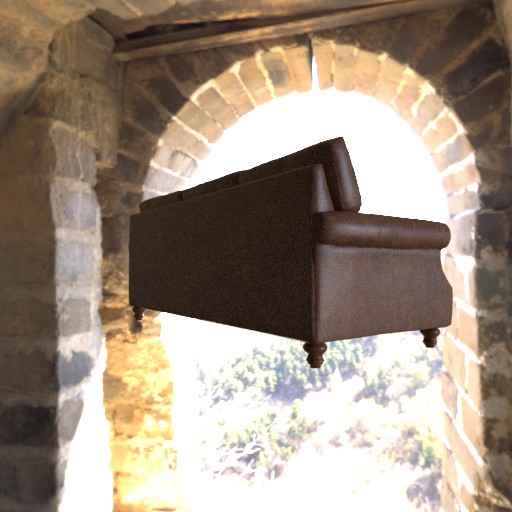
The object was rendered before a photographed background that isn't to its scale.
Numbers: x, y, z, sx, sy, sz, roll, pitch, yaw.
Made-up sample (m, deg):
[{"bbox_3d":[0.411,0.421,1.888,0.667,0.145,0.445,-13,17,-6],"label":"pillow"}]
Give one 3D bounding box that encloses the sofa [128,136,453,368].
[{"bbox_3d":[0.000,0.000,2.905,0.973,0.977,2.351,1,-2,-35],"label":"sofa"}]
